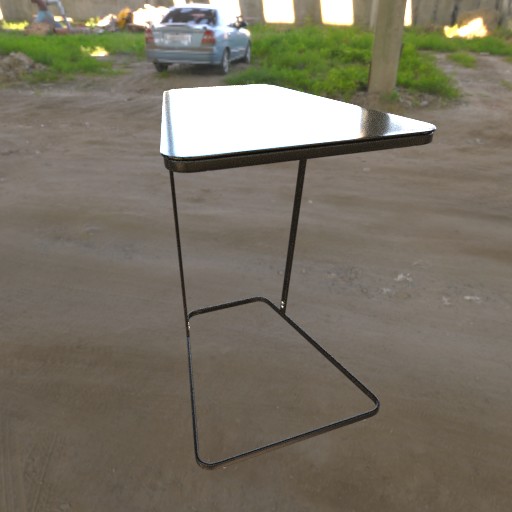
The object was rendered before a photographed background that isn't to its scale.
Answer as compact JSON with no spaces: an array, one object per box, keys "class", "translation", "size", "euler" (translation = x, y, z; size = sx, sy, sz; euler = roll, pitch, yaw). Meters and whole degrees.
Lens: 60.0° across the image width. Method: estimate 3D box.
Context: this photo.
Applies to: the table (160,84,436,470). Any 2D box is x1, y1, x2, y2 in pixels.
[{"class":"table","translation":[0.000,0.000,0.964],"size":[0.427,0.624,0.500],"euler":[-11,31,-18]}]
